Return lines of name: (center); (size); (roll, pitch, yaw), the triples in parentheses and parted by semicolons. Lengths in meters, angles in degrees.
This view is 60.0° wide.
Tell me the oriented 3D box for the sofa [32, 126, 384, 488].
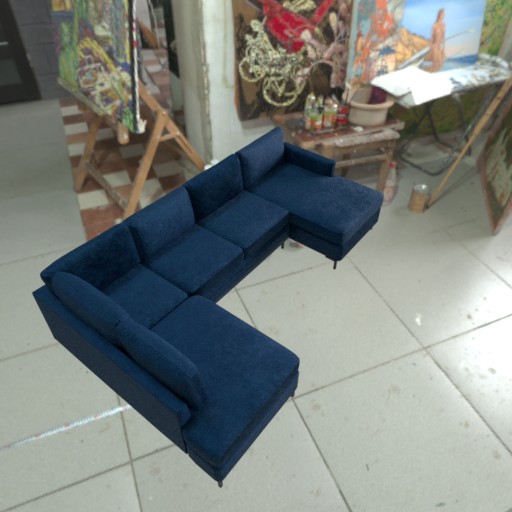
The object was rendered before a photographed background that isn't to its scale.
sofa: (0.000, 0.000, 4.308); (2.055, 0.992, 3.434); (28, 49, 27)
